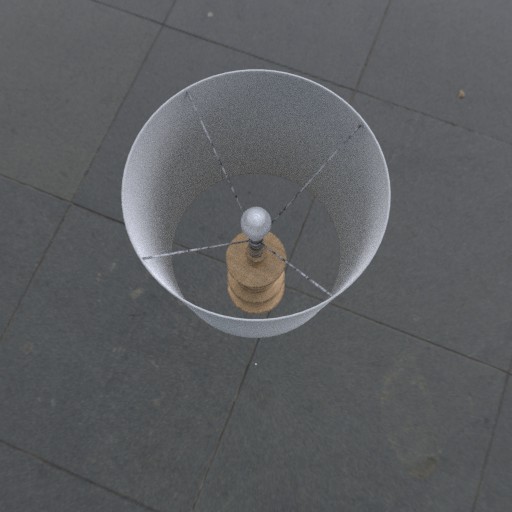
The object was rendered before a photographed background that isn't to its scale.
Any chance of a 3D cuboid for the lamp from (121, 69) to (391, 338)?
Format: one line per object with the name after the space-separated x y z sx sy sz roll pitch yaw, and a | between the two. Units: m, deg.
0.000 0.000 0.565 0.208 0.455 0.208 36 79 8 | lamp
